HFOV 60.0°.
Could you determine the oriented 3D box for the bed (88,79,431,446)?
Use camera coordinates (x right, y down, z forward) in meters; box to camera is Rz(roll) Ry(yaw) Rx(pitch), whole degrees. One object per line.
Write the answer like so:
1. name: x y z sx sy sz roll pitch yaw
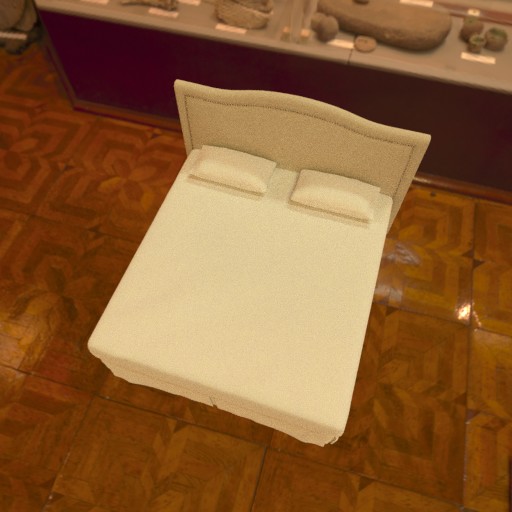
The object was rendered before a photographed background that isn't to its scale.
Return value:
1. bed: 0.000 0.000 3.497 2.083 1.421 2.182 16 60 9
